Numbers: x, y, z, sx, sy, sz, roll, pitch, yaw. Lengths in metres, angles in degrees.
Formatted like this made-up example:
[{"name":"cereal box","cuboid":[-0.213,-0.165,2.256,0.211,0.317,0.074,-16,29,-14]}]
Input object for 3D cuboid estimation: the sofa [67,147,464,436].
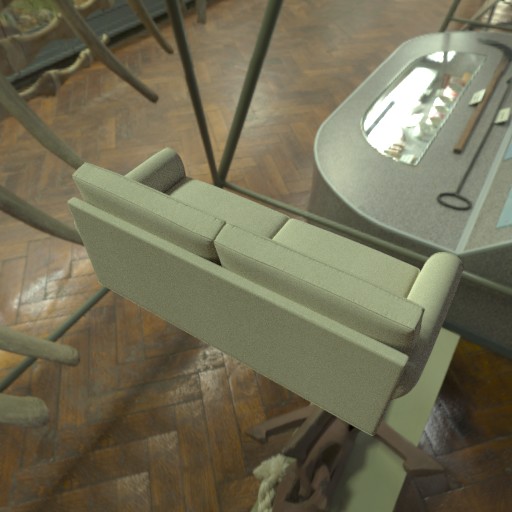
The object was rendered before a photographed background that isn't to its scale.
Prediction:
[{"name":"sofa","cuboid":[0.000,0.000,2.631,2.146,0.962,0.901,24,51,22]}]
